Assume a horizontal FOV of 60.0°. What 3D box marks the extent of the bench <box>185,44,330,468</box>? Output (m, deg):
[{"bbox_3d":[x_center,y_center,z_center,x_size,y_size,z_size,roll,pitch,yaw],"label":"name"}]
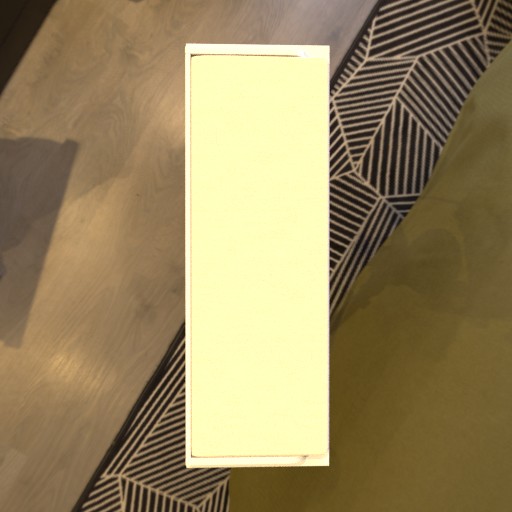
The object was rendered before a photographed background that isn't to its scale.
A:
[{"bbox_3d":[0.000,0.000,1.438,0.402,0.486,1.185,0,90,-2],"label":"bench"}]
